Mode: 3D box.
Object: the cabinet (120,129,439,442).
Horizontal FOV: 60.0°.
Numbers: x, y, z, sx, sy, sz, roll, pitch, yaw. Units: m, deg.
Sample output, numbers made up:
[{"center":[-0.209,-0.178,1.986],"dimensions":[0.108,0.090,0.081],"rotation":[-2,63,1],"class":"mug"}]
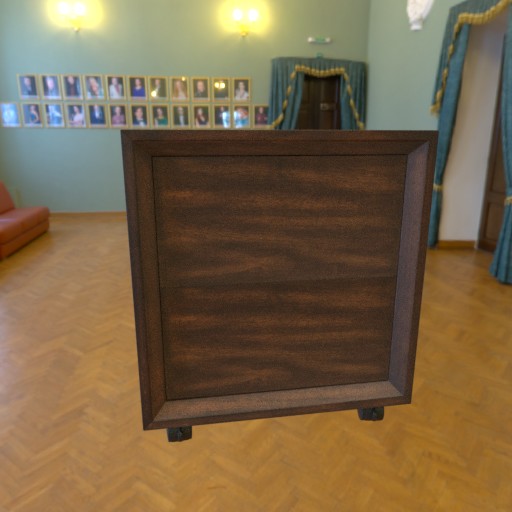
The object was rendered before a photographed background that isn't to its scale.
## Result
[{"center":[0.000,0.000,0.843],"dimensions":[0.402,0.455,0.500],"rotation":[-2,15,-9],"class":"cabinet"}]
